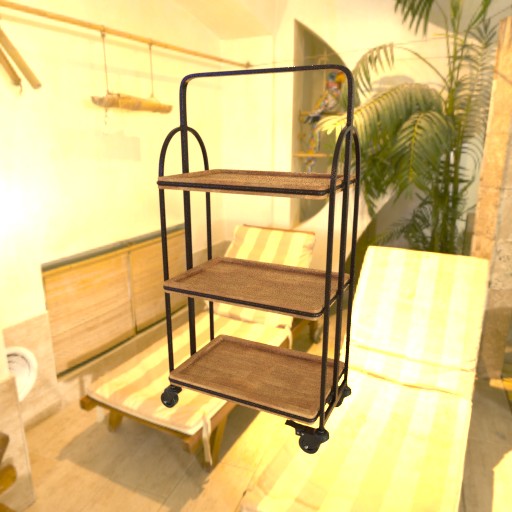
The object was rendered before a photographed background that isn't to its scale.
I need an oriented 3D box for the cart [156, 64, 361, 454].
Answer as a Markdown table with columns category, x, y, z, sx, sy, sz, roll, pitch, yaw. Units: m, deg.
| category | x | y | z | sx | sy | sz | roll | pitch | yaw |
| --- | --- | --- | --- | --- | --- | --- | --- | --- | --- |
| cart | 0.000 | 0.000 | 1.281 | 0.553 | 1.001 | 0.327 | 8 | 17 | 25 |
